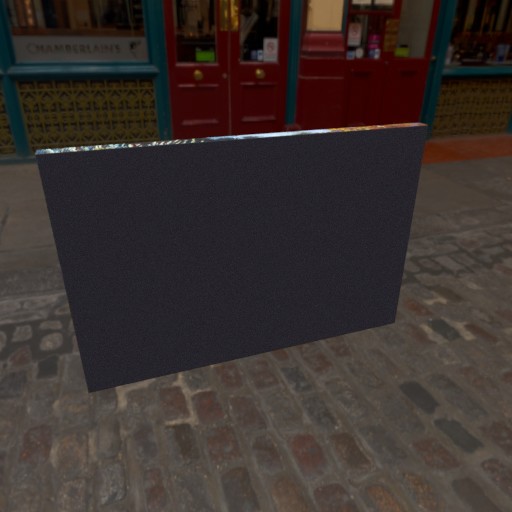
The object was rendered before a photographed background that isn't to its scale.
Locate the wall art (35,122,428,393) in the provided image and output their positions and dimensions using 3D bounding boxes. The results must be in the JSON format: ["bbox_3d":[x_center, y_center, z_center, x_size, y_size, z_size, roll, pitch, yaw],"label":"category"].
[{"bbox_3d":[0.000,0.000,1.133,0.908,0.604,0.037,-9,28,-17],"label":"wall art"}]
